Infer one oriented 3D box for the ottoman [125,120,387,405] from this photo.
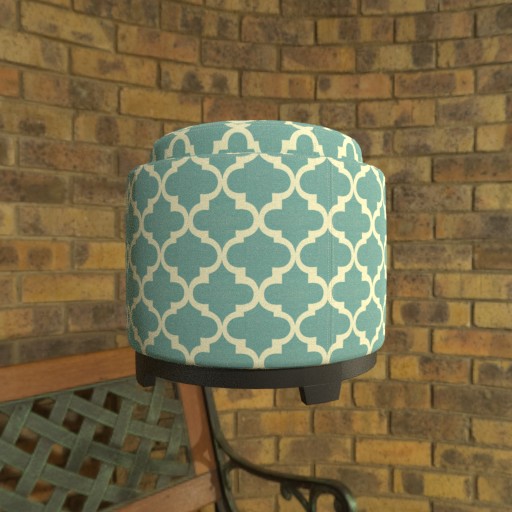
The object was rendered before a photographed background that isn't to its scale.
[{"bbox_3d":[0.000,0.000,0.848,0.480,0.429,0.480,0,0,0],"label":"ottoman"}]
